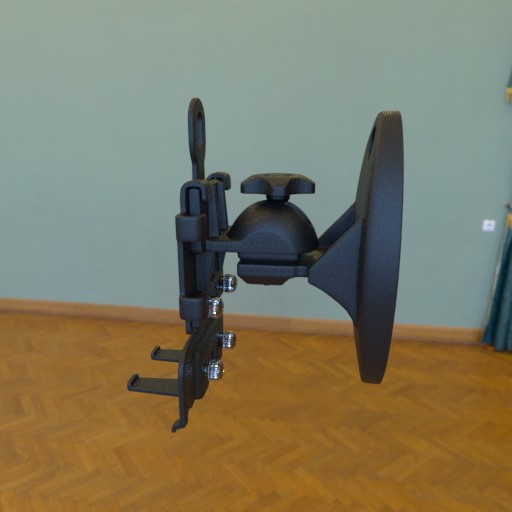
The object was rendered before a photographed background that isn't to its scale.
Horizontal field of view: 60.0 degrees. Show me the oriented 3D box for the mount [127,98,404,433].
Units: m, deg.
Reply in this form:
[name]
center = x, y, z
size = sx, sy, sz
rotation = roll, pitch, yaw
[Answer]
[mount]
center = 0.000, 0.000, 0.174
size = 0.100, 0.118, 0.066
rotation = 2, 15, 8
